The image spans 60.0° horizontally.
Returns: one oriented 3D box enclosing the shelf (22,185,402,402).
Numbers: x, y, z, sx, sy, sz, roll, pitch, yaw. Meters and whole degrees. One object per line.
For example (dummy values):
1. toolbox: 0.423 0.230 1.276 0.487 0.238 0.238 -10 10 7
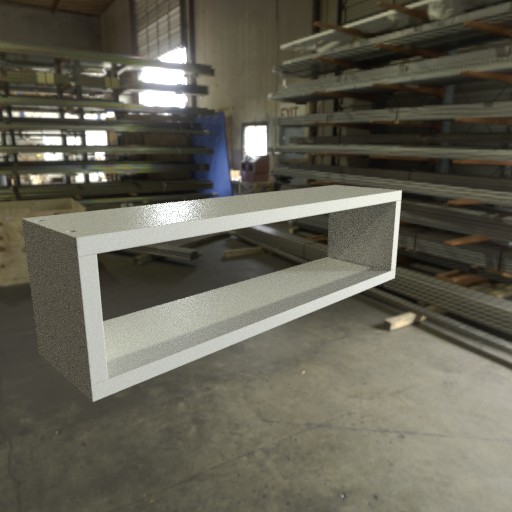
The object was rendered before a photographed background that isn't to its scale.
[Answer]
1. shelf: 0.000 0.000 0.686 0.610 0.170 0.150 -14 20 -43
